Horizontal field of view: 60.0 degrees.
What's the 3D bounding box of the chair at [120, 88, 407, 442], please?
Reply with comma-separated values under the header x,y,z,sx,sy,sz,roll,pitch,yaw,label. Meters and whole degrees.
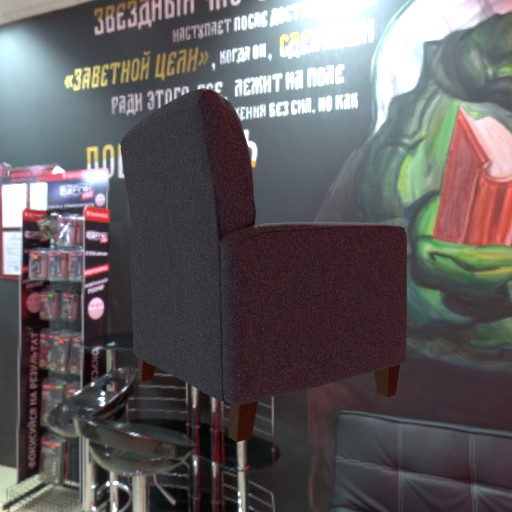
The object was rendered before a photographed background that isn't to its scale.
x,y,z,sx,sy,sz,roll,pitch,yaw,label
0.000,0.000,1.707,0.850,1.016,0.839,0,1,-36,chair
